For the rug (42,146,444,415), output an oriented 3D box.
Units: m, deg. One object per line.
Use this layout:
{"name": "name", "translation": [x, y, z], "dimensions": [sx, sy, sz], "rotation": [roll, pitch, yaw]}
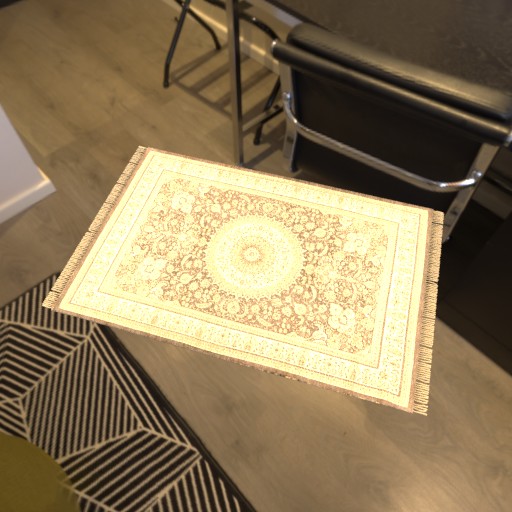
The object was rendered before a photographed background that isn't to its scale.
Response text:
{"name": "rug", "translation": [0.000, 0.000, 4.289], "dimensions": [3.422, 0.015, 2.143], "rotation": [14, 59, 9]}
